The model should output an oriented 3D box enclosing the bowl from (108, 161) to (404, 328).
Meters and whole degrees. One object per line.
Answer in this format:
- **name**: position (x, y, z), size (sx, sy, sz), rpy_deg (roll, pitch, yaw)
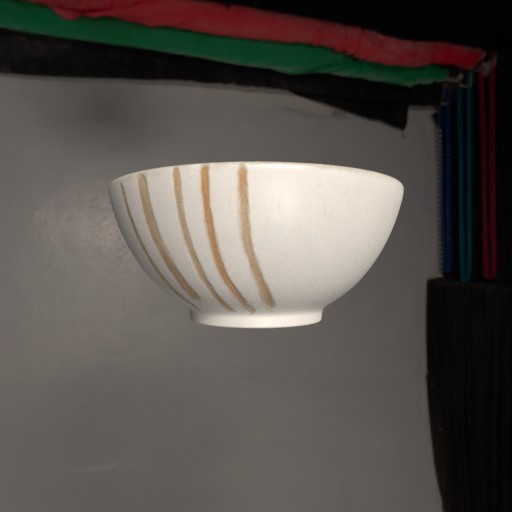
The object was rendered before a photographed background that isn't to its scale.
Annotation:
- **bowl**: position (0.000, 0.000, 0.423), size (0.268, 0.121, 0.268), rpy_deg (0, -1, 0)
